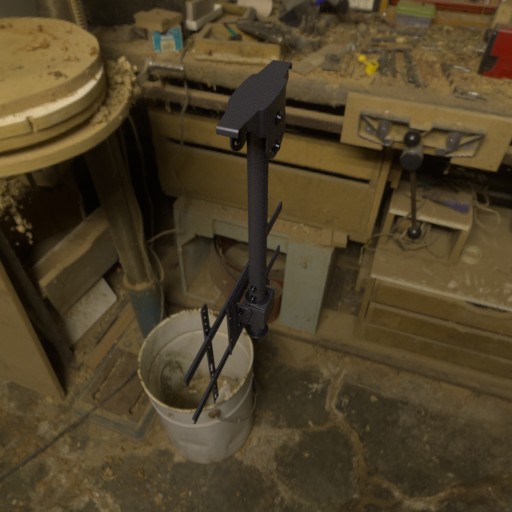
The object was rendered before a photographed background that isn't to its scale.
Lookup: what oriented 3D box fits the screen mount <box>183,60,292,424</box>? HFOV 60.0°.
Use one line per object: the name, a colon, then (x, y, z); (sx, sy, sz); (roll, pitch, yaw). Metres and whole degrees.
screen mount: (0.000, 0.000, 0.999); (0.090, 0.775, 0.595); (15, 48, 14)
